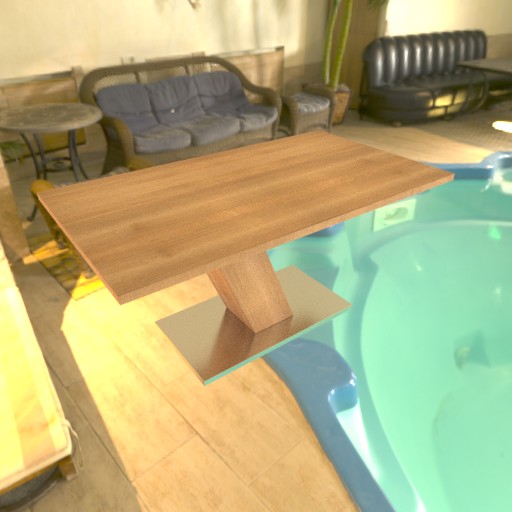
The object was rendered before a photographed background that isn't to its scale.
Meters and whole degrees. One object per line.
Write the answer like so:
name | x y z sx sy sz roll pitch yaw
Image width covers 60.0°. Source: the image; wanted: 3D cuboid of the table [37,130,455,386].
table | 0.000 0.000 2.131 1.600 0.750 0.900 -21 37 -30
